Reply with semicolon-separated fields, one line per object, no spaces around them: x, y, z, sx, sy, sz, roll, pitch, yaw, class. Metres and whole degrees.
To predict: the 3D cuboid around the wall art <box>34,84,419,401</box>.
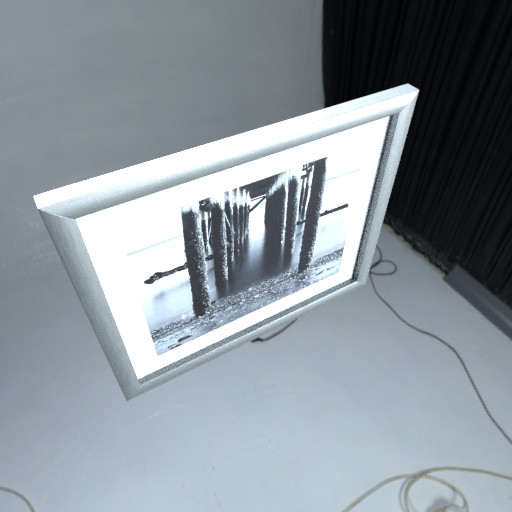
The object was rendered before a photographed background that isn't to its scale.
0.000;0.000;0.745;0.556;0.457;0.028;-23;50;-20;wall art
